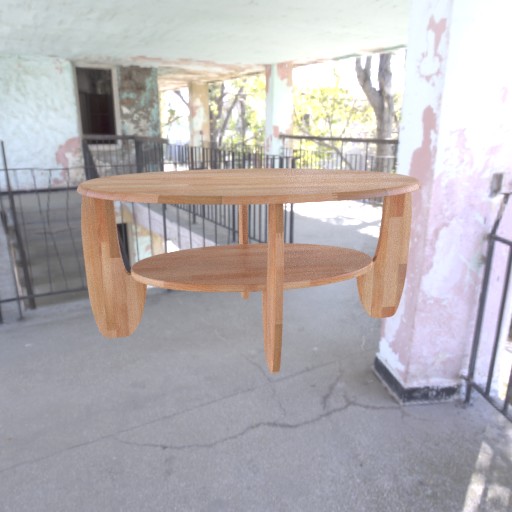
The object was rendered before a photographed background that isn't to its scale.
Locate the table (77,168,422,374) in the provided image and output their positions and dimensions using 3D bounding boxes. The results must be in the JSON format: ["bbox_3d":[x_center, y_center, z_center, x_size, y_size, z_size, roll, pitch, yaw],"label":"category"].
[{"bbox_3d":[0.000,0.000,1.417,1.040,0.490,0.690,-3,17,-9],"label":"table"}]
